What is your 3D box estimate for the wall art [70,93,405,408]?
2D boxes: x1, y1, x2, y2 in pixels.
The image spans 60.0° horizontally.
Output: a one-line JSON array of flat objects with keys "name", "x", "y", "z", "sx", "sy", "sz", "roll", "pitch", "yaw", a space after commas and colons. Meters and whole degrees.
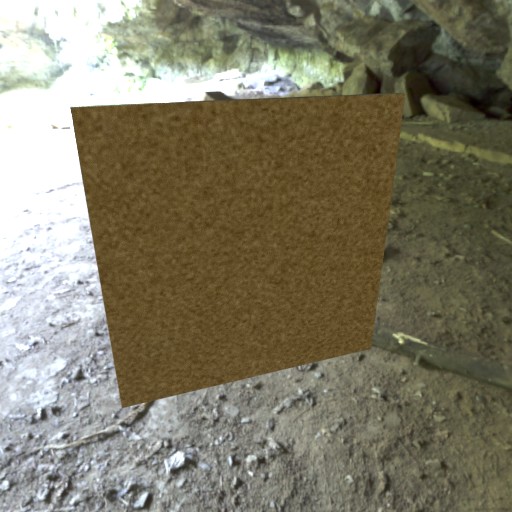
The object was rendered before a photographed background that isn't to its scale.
[{"name": "wall art", "x": 0.000, "y": 0.000, "z": 0.663, "sx": 0.446, "sy": 0.445, "sz": 0.014, "roll": -9, "pitch": 27, "yaw": -18}]
